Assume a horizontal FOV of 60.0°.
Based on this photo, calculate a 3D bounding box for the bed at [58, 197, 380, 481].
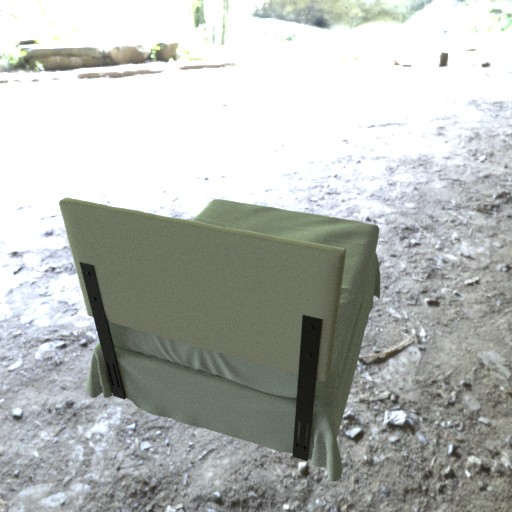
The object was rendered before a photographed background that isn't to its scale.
[{"bbox_3d":[0.000,0.000,3.466,1.936,1.577,2.222,11,34,17],"label":"bed"}]
